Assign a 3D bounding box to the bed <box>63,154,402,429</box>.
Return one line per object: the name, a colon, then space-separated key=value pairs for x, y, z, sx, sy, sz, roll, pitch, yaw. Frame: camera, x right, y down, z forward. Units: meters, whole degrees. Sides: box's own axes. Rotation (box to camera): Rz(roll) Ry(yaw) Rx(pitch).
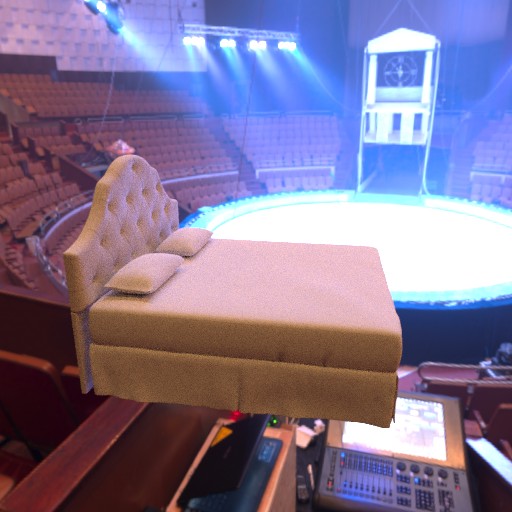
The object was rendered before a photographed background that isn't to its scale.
bed: x=0.000 y=0.000 z=3.694 sx=2.214 sy=1.615 sz=2.008 roll=3 pitch=18 yaw=10
